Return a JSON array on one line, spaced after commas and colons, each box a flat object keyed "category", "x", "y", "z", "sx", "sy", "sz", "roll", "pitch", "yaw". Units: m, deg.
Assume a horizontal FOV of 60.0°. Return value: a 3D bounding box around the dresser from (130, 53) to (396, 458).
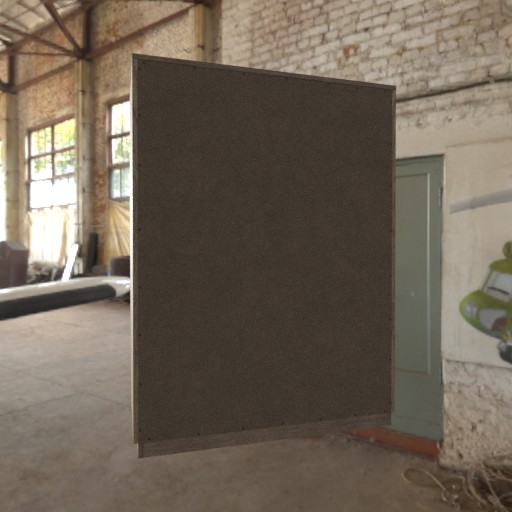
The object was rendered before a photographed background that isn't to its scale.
[{"category": "dresser", "x": 0.000, "y": 0.000, "z": 1.783, "sx": 0.967, "sy": 1.295, "sz": 0.483, "roll": 0, "pitch": 1, "yaw": -17}]
